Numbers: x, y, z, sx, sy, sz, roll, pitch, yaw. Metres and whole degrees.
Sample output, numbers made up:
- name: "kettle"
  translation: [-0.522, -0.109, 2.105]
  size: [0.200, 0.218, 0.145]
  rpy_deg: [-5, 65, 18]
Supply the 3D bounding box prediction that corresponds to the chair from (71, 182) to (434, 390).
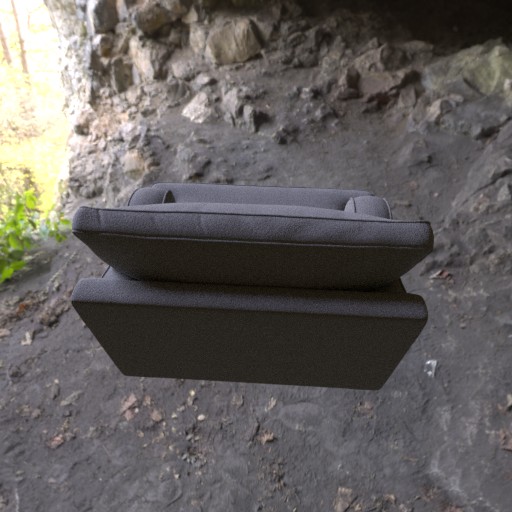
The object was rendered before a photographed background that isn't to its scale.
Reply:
- name: "chair"
  translation: [0.000, 0.000, 2.014]
  size: [1.220, 1.016, 1.040]
  rpy_deg: [3, 48, 2]
